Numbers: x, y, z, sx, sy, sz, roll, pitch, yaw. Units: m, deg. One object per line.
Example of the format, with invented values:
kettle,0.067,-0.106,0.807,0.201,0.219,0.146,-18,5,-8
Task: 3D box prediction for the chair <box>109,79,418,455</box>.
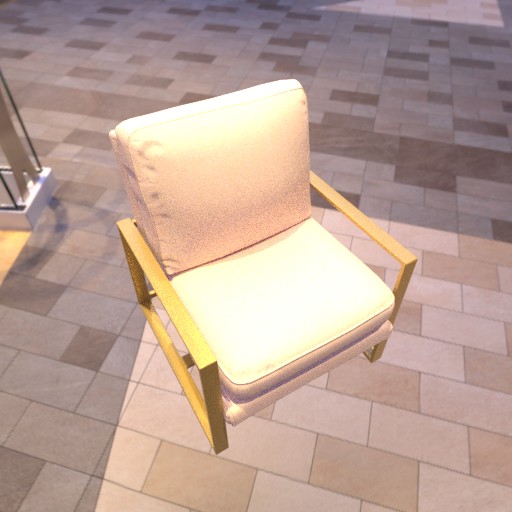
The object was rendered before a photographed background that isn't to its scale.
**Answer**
chair,0.000,0.000,1.549,0.758,0.956,0.813,-23,51,-20
